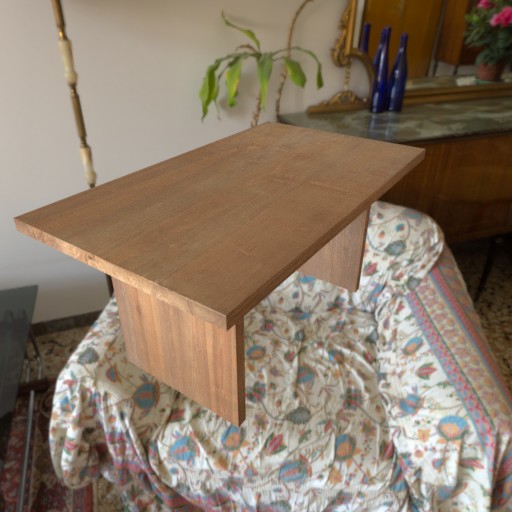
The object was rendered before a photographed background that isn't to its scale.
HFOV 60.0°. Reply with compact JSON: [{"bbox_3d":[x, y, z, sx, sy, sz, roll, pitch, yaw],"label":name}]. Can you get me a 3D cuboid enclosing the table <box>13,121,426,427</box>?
[{"bbox_3d":[0.000,0.000,2.082,0.946,0.780,1.609,20,36,29],"label":"table"}]
